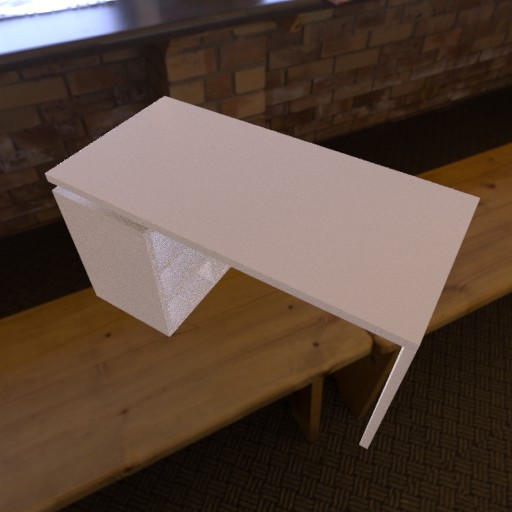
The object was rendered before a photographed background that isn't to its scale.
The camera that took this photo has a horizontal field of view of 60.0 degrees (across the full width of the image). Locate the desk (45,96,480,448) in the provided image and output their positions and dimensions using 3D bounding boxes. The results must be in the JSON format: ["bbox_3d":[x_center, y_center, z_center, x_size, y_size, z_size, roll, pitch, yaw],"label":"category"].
[{"bbox_3d":[0.000,0.000,1.854,1.400,0.740,0.690,24,51,21],"label":"desk"}]
